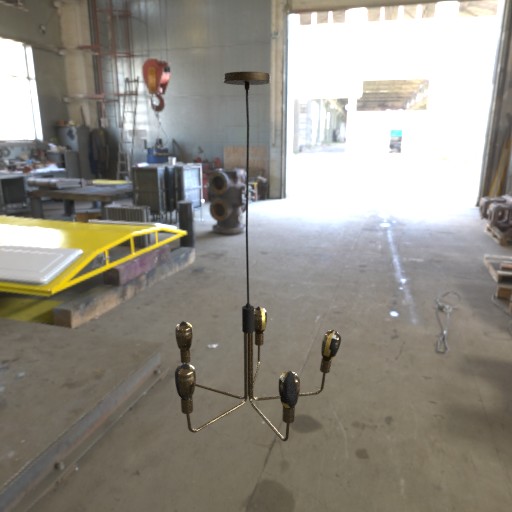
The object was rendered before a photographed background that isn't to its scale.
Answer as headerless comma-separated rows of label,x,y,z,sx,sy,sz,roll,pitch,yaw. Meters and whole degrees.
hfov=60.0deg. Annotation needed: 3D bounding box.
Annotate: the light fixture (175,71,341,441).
light fixture,0.000,0.000,1.384,0.588,1.059,0.532,-8,17,-27
